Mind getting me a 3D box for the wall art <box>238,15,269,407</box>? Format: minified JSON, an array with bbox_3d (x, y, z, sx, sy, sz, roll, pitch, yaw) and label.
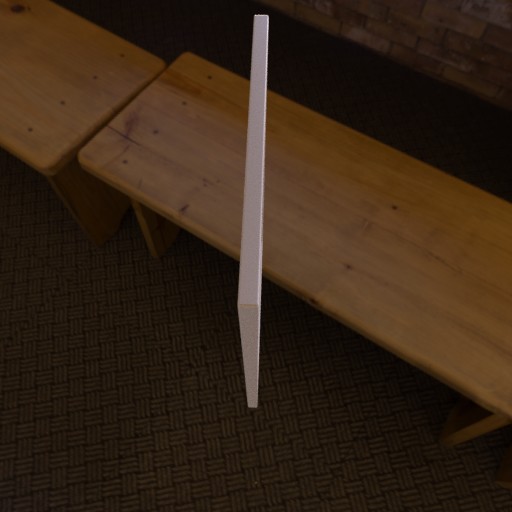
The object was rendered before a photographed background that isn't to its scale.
[{"bbox_3d":[0.000,0.000,1.497,0.038,1.183,0.808,2,63,1],"label":"wall art"}]
